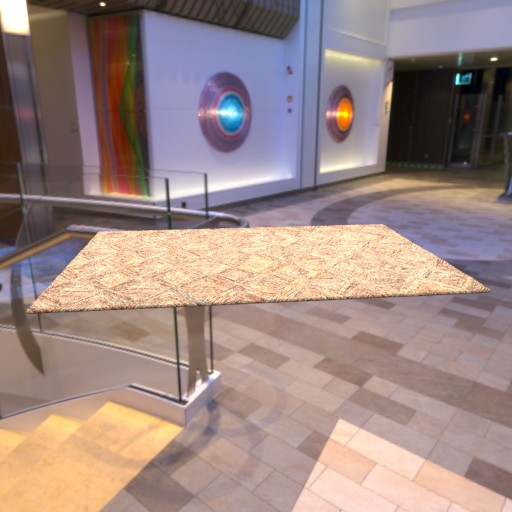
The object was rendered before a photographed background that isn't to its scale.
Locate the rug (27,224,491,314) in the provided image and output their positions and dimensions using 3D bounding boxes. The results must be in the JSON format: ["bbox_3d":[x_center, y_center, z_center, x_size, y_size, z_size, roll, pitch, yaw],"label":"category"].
[{"bbox_3d":[0.000,0.000,2.190,1.761,0.014,1.143,-2,17,-6],"label":"rug"}]
